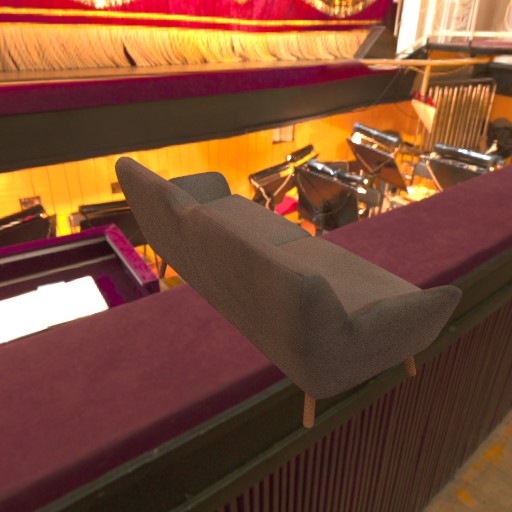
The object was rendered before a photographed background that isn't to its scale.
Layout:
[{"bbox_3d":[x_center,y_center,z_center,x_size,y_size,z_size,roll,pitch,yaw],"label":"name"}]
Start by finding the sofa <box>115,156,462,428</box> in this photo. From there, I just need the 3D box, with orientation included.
[{"bbox_3d":[0.000,0.000,2.317,0.850,0.810,1.870,-18,33,-30],"label":"sofa"}]
